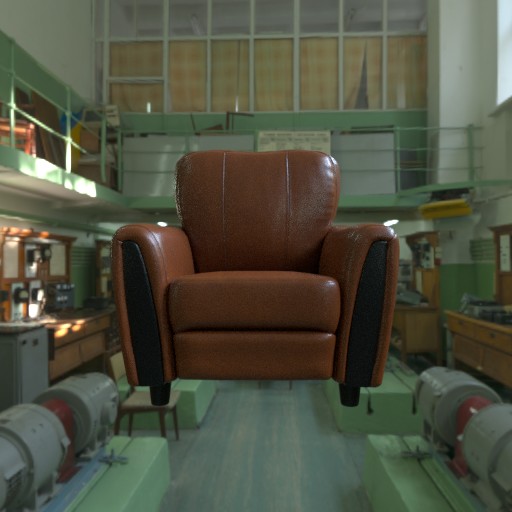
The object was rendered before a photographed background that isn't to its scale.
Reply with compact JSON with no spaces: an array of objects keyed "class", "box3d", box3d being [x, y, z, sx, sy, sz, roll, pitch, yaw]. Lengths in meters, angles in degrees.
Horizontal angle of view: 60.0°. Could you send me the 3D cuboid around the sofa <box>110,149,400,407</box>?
[{"class":"sofa","box3d":[0.000,0.000,1.593,0.836,0.876,0.789,0,-1,1]}]
